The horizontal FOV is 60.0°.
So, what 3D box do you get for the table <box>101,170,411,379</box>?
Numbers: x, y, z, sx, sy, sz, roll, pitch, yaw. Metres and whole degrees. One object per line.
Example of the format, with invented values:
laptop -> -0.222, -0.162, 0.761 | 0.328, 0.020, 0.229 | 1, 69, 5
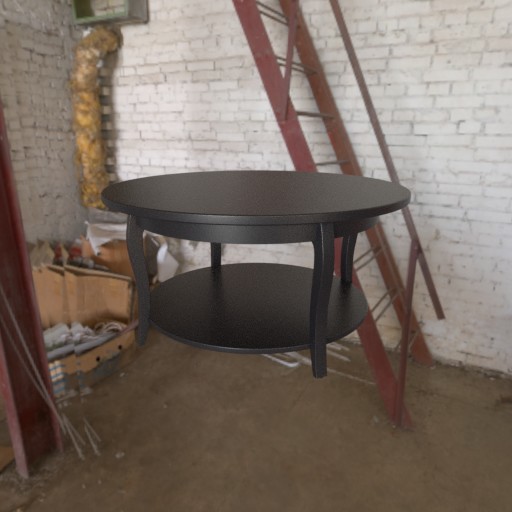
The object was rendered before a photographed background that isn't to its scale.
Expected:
table -> 0.000, 0.000, 1.442 | 0.914, 0.457, 0.914 | 0, 17, 0
